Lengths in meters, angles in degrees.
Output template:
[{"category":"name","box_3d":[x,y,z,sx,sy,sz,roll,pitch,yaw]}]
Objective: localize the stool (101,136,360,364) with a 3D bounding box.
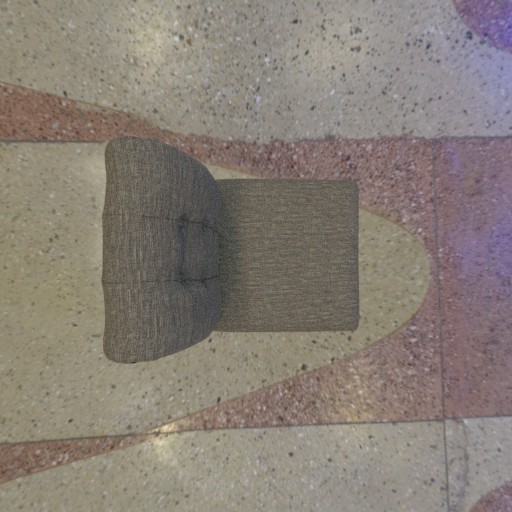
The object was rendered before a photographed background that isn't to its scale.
[{"category":"stool","box_3d":[0.000,0.000,1.401,0.613,1.131,0.452,0,89,0]}]
